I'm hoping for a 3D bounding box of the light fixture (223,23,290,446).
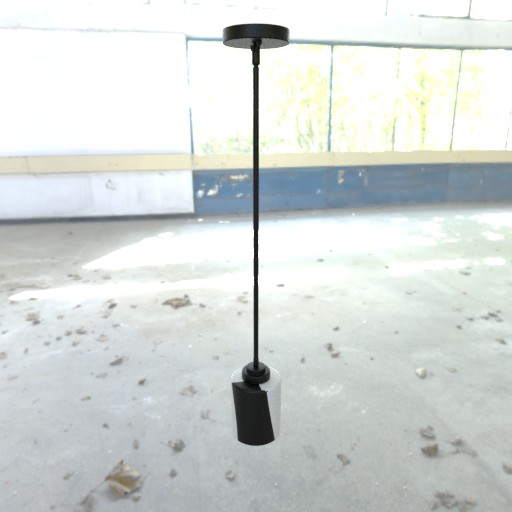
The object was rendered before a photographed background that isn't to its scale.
[{"bbox_3d":[0.000,0.000,0.937,0.123,0.863,0.123,-3,17,-9],"label":"light fixture"}]
